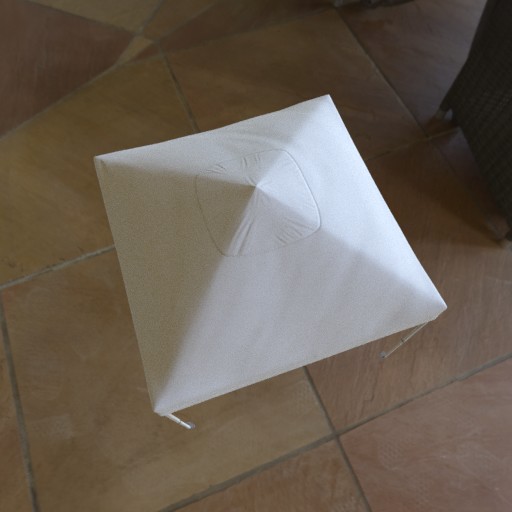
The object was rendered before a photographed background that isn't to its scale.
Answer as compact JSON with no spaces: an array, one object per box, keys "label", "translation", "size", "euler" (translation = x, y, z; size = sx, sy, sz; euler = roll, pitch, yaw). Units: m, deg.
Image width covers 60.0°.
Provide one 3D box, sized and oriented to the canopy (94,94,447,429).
[{"label":"canopy","translation":[0.000,0.000,5.428],"size":[2.996,2.997,2.998],"euler":[-17,66,-8]}]
